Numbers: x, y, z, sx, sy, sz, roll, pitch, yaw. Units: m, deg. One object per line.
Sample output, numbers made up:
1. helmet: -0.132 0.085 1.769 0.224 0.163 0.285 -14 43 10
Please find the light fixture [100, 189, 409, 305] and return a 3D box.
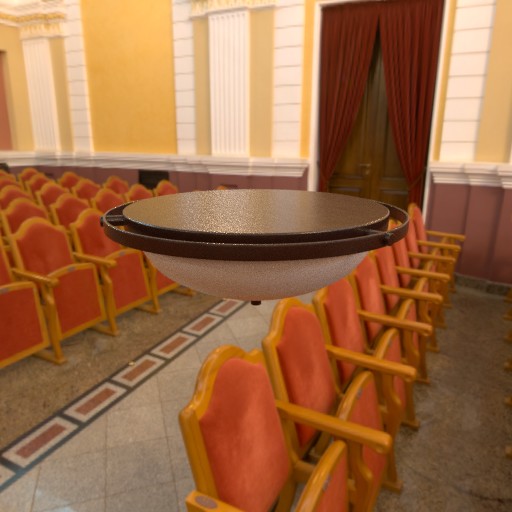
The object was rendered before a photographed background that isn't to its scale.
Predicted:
1. light fixture: 0.000 0.000 0.565 0.361 0.130 0.361 0 16 0
